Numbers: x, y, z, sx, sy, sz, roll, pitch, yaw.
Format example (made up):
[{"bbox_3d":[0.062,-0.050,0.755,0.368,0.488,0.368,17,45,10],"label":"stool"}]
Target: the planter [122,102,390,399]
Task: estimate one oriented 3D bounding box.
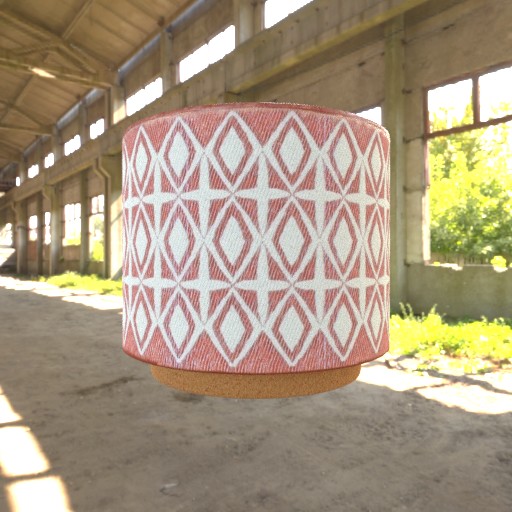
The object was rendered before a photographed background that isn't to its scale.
[{"bbox_3d":[0.000,0.000,0.473,0.273,0.237,0.273,0,0,0],"label":"planter"}]
